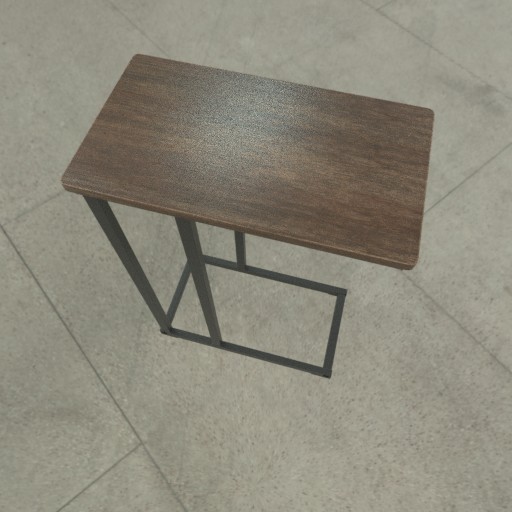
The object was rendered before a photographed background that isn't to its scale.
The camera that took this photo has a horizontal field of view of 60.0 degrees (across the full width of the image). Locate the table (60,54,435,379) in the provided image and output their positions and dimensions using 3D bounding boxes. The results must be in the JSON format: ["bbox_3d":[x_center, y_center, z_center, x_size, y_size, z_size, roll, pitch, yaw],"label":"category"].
[{"bbox_3d":[0.000,0.000,0.870,0.450,0.637,0.254,13,63,7],"label":"table"}]
